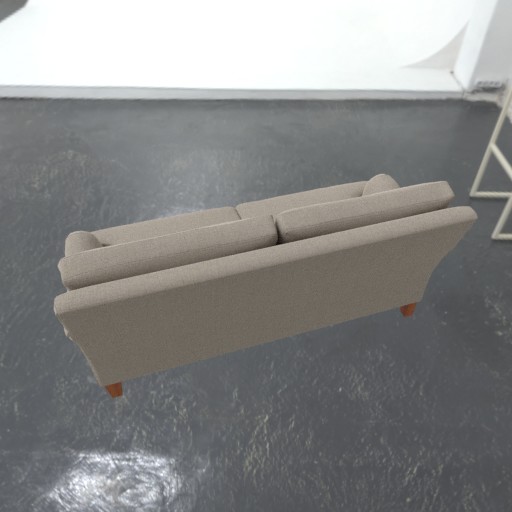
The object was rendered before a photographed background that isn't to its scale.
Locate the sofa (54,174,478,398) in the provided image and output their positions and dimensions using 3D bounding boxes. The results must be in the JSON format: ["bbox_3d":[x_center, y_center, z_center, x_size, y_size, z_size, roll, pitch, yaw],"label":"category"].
[{"bbox_3d":[0.000,0.000,2.731,2.160,1.054,1.087,-12,44,-13],"label":"sofa"}]
